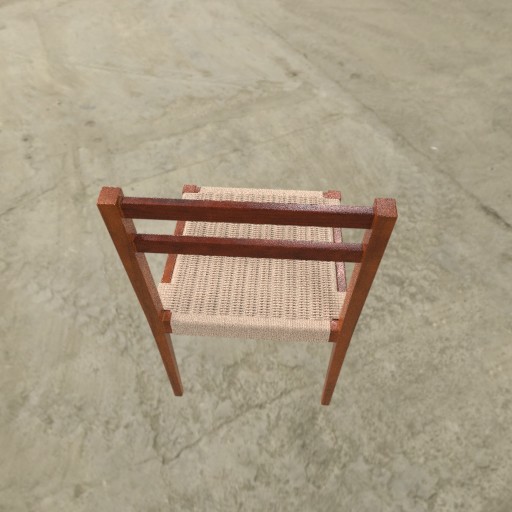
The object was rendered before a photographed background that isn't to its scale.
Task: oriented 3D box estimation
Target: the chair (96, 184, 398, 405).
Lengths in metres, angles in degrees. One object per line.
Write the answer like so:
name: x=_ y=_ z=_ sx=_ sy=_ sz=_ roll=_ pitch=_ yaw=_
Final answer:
chair: x=0.000 y=0.000 z=1.217 sx=0.495 sy=0.851 sz=0.569 roll=3 pitch=48 yaw=2
